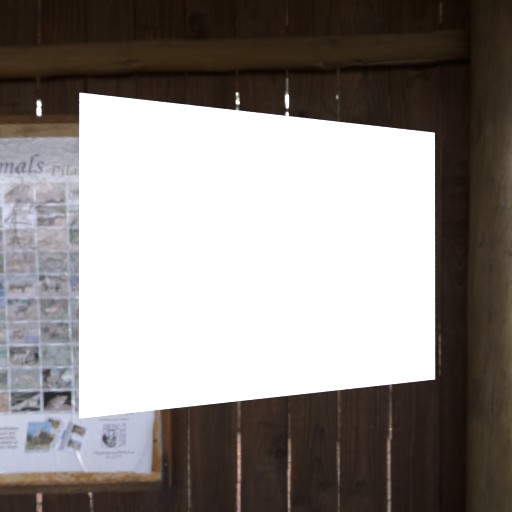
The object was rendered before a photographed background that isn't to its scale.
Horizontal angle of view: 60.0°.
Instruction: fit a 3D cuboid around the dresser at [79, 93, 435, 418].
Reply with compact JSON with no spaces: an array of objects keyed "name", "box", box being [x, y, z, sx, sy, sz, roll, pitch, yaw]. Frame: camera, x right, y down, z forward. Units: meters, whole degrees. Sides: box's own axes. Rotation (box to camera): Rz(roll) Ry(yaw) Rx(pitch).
[{"name":"dresser","box":[0.000,0.000,1.513,1.100,0.820,0.460,0,0,-19]}]
